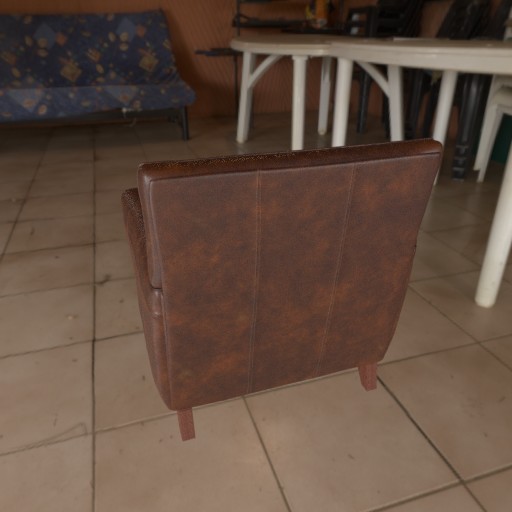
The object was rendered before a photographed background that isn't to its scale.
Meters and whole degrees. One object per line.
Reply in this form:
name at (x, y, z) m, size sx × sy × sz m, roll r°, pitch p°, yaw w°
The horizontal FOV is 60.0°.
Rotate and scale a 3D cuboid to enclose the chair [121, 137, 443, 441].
chair at (0.000, 0.000, 1.619) m, size 0.870 × 0.943 × 0.823 m, roll -9°, pitch 28°, yaw -17°
